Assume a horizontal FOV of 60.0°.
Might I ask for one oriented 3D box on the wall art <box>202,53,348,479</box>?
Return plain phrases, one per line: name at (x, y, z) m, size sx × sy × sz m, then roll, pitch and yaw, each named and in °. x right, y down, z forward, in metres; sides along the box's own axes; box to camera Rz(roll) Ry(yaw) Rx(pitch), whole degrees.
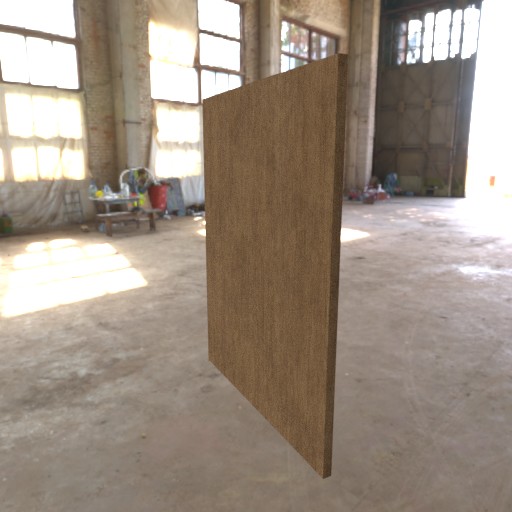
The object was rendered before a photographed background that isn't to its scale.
wall art at (0.000, 0.000, 0.929) m, size 0.018 × 0.686 × 0.534 m, roll -6°, pitch 14°, yaw -27°
